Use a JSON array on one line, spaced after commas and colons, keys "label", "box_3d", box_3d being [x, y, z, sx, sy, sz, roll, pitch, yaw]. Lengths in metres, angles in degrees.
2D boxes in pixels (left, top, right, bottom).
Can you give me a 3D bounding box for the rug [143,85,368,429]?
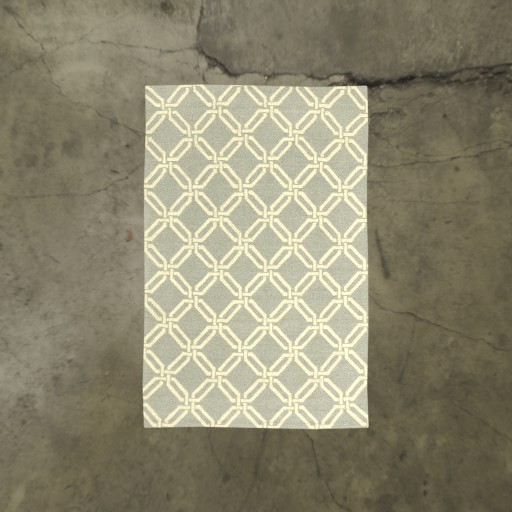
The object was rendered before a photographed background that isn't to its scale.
[{"label": "rug", "box_3d": [0.000, 0.000, 2.256, 1.148, 0.010, 1.754, 0, 89, 0]}]
